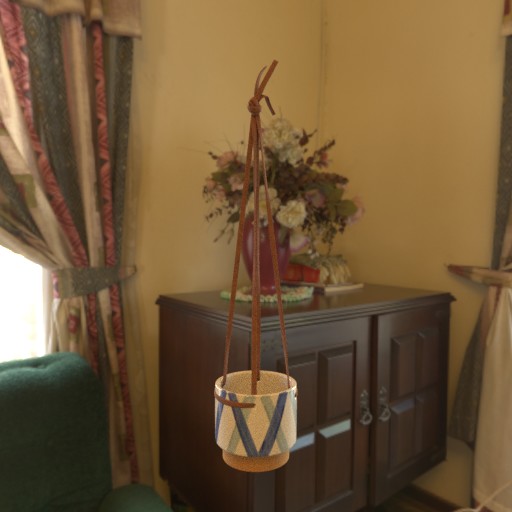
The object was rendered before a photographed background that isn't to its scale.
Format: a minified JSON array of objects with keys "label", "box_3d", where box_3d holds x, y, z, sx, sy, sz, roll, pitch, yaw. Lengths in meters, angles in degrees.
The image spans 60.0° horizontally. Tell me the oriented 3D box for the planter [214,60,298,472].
[{"label":"planter","box_3d":[0.000,0.000,0.827,0.153,0.753,0.157,1,2,36]}]
